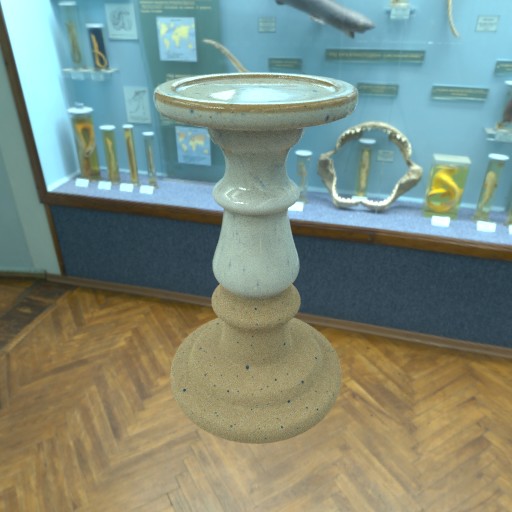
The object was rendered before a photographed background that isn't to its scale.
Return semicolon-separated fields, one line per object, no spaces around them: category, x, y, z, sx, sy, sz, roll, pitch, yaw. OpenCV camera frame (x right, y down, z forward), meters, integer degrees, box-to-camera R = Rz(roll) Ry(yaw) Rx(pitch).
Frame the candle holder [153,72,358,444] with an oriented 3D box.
candle holder;0.000;0.000;0.277;0.123;0.202;0.123;0;30;0
